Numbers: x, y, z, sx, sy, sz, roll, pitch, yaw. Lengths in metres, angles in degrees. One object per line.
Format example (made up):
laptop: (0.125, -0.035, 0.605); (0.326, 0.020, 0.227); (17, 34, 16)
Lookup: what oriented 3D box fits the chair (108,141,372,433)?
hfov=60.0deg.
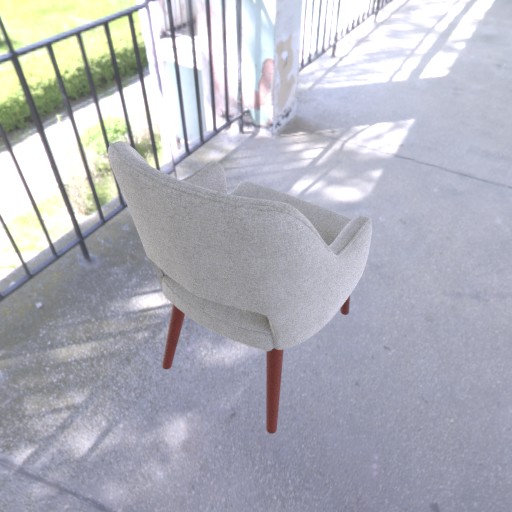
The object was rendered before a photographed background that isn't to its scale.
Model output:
chair: (0.000, 0.000, 1.247); (0.548, 0.849, 0.605); (24, 50, 22)
